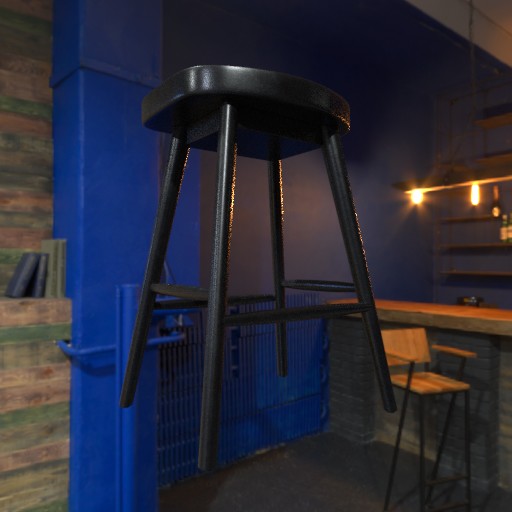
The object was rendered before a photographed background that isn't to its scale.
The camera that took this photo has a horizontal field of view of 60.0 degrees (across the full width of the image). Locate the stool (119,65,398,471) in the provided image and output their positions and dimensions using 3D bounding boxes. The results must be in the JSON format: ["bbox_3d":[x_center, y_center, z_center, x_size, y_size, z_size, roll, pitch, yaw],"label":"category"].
[{"bbox_3d":[0.000,0.000,0.893,0.440,0.615,0.361,1,-1,-36],"label":"stool"}]
